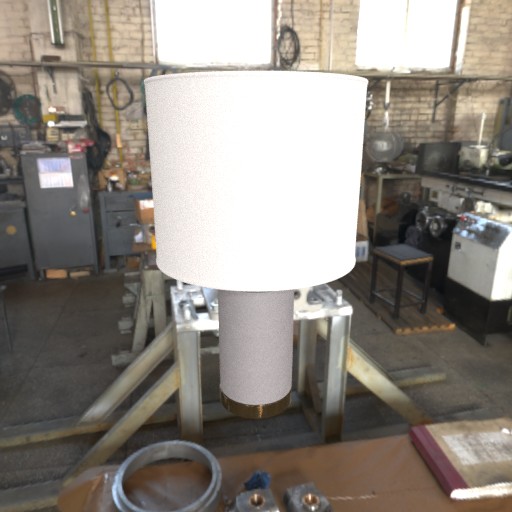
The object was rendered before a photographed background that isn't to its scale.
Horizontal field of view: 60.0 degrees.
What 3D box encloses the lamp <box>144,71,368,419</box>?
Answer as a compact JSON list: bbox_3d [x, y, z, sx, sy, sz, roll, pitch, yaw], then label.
[{"bbox_3d":[0.000,0.000,0.520,0.229,0.380,0.229,0,17,0],"label":"lamp"}]
